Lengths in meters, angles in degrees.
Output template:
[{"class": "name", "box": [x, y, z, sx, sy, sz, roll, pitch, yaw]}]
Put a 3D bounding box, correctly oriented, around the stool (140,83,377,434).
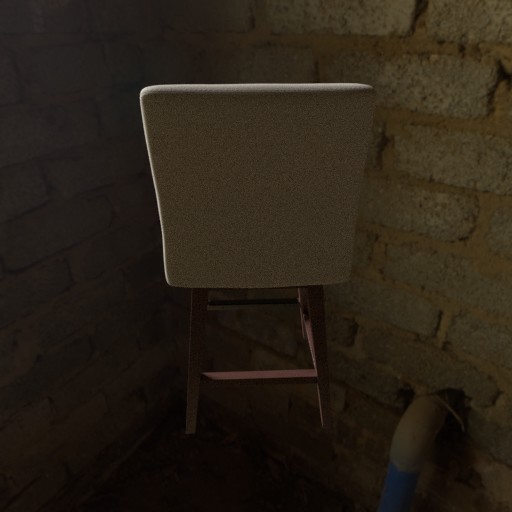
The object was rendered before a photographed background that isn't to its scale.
[{"class": "stool", "box": [0.000, 0.000, 1.258, 0.483, 0.991, 0.559, -1, 29, -2]}]
